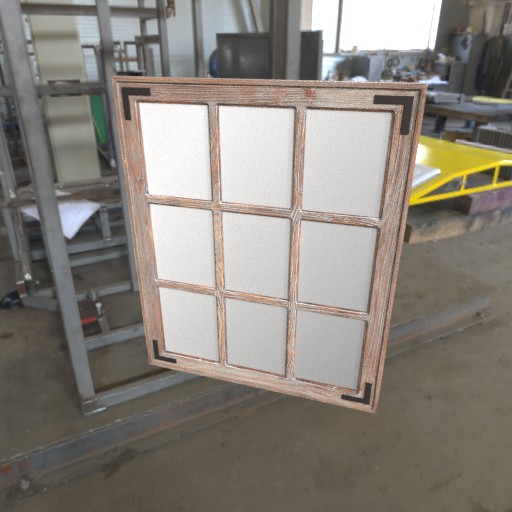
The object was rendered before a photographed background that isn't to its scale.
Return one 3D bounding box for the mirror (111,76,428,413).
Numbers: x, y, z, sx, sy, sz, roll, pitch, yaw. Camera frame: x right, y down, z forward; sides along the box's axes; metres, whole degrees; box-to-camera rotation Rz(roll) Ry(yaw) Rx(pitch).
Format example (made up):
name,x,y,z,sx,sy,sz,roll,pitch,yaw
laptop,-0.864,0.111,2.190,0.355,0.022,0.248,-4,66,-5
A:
name,x,y,z,sx,sy,sz,roll,pitch,yaw
mirror,0.000,0.000,1.189,0.730,0.882,0.032,8,27,16
